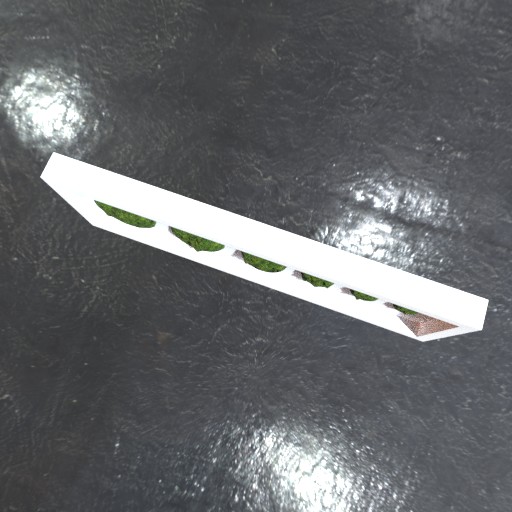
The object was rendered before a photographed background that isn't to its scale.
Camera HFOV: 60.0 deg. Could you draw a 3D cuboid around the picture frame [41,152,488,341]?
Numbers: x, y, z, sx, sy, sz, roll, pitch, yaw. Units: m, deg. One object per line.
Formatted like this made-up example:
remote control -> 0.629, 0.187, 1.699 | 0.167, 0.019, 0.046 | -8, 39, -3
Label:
picture frame -> 0.000, 0.000, 0.844 | 0.759, 0.250, 0.050 | 19, 76, 5
